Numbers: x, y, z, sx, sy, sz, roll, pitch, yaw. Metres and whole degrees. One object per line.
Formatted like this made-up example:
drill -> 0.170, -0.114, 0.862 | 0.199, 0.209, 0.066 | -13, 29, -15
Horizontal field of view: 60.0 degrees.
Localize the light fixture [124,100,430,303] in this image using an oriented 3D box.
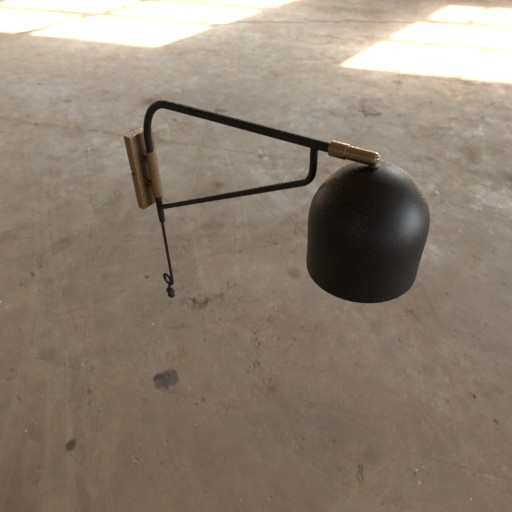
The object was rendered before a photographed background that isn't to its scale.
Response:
light fixture -> 0.000, 0.000, 1.060 | 0.720, 0.696, 0.215 | 25, 47, 26
